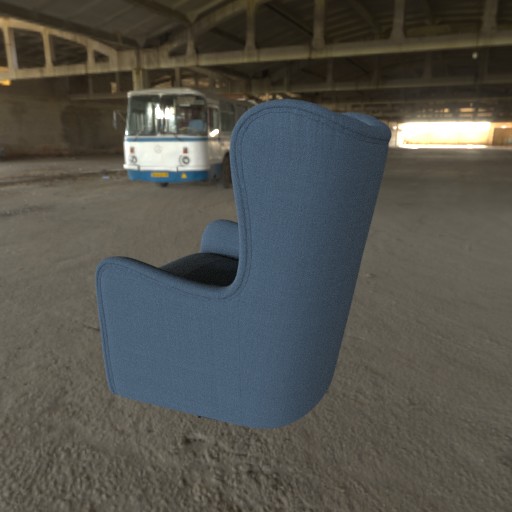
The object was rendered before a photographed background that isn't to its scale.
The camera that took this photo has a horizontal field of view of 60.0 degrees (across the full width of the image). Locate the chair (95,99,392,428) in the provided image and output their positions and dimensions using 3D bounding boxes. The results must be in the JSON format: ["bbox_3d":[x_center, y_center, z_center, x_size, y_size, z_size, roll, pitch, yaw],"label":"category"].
[{"bbox_3d":[0.000,0.000,1.713,0.930,1.079,0.831,7,17,24],"label":"chair"}]
